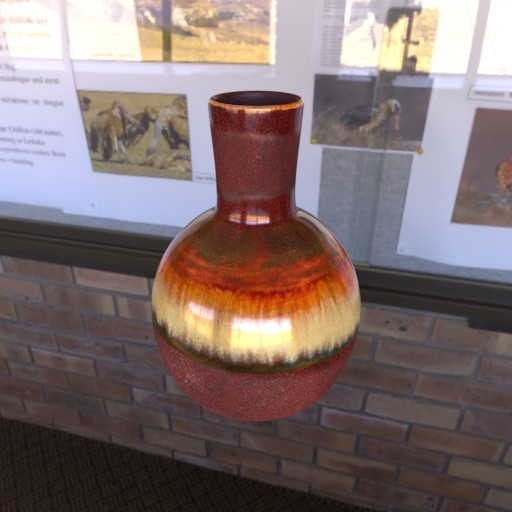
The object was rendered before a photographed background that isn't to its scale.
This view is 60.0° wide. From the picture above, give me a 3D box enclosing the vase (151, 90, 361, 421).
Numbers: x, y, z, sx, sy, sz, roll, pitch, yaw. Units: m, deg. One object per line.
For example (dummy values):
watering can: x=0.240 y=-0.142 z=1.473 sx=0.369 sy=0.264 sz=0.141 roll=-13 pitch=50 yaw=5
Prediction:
vase: x=0.000 y=0.000 z=0.227 sx=0.111 sy=0.154 sz=0.111 roll=0 pitch=29 yaw=0
